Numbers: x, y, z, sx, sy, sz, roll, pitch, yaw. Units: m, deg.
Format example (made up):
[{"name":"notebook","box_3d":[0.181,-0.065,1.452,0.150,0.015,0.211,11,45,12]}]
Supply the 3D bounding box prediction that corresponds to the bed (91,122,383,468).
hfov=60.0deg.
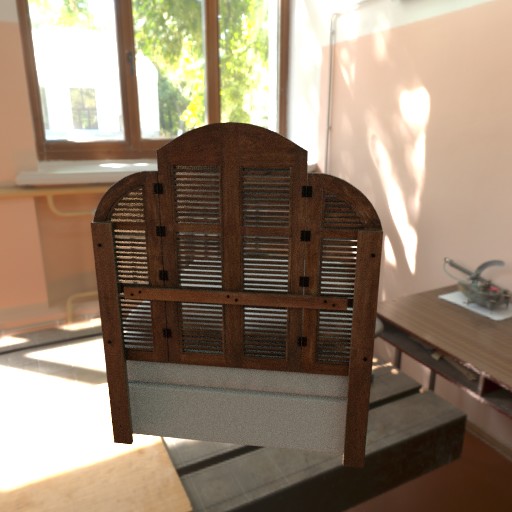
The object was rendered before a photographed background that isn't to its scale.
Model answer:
[{"name":"bed","box_3d":[0.000,0.000,3.532,1.713,2.019,2.138,2,16,8]}]
